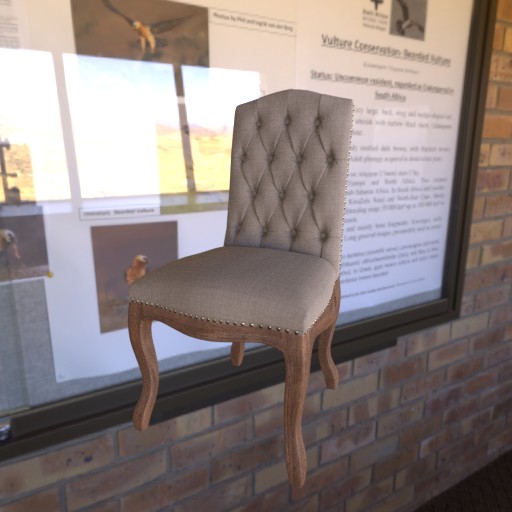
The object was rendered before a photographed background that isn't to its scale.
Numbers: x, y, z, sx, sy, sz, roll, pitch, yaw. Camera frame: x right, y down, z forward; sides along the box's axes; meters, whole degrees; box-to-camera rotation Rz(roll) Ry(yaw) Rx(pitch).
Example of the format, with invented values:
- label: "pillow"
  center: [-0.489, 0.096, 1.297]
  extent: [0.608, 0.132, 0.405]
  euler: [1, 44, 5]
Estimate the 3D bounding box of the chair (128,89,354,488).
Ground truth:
- label: "chair"
  center: [0.000, 0.000, 1.583]
  extent: [0.637, 1.191, 0.731]
  euler: [7, 16, 26]
